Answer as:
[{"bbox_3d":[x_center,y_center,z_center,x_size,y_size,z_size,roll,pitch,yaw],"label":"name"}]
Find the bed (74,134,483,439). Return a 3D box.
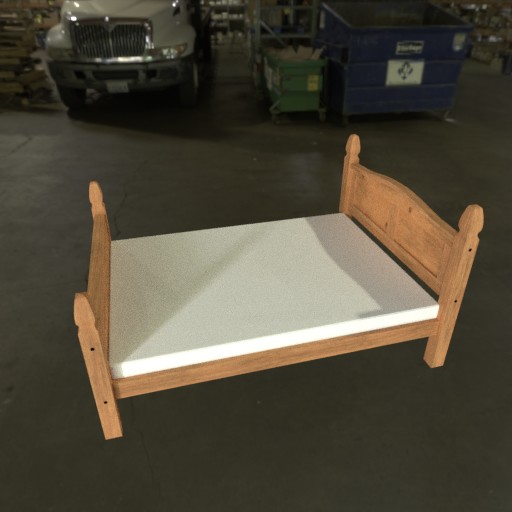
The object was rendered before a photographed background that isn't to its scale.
[{"bbox_3d":[0.000,0.000,2.929,2.069,1.100,1.490,-8,31,-13],"label":"bed"}]
